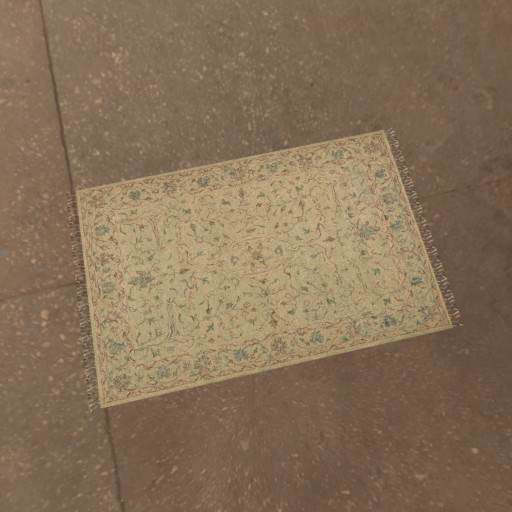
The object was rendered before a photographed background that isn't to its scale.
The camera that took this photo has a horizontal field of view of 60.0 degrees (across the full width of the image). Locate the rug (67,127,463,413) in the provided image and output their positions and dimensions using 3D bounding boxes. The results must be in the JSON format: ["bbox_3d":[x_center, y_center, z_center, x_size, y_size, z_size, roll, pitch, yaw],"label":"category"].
[{"bbox_3d":[0.000,0.000,3.022,2.435,0.010,1.544,-12,73,-4],"label":"rug"}]
